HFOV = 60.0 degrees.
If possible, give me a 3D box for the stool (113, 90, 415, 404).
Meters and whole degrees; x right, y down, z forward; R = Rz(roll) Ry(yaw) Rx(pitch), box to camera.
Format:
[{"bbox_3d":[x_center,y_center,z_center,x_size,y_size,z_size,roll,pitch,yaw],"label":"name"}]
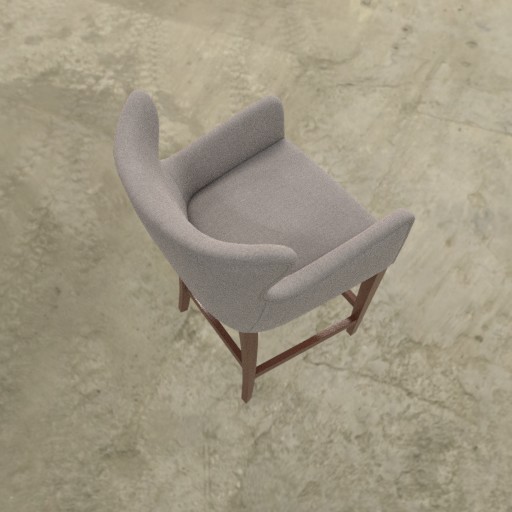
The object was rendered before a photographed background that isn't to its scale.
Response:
[{"bbox_3d":[0.000,0.000,1.319,0.575,0.951,0.575,-32,63,-18],"label":"stool"}]
